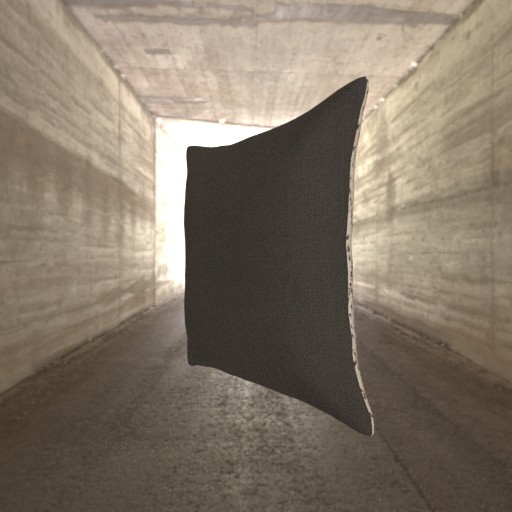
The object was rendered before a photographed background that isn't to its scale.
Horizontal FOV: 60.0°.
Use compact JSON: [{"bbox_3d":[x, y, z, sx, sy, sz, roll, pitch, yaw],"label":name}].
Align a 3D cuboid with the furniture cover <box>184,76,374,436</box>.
[{"bbox_3d":[0.000,0.000,0.806,0.180,0.498,0.525,0,0,-36],"label":"furniture cover"}]
